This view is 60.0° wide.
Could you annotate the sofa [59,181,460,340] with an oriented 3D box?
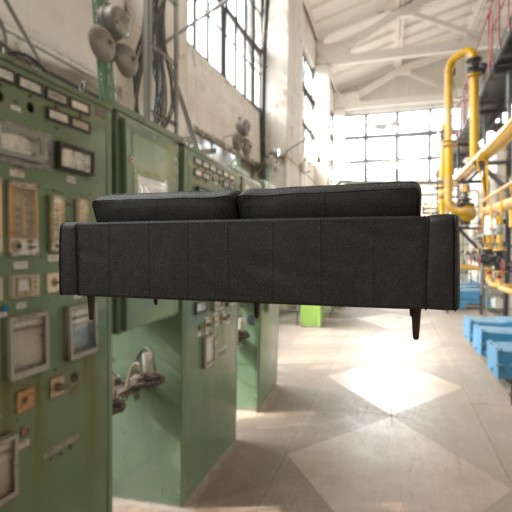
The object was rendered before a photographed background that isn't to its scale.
[{"bbox_3d":[0.000,0.000,2.710,2.210,0.762,0.914,0,1,18],"label":"sofa"}]
